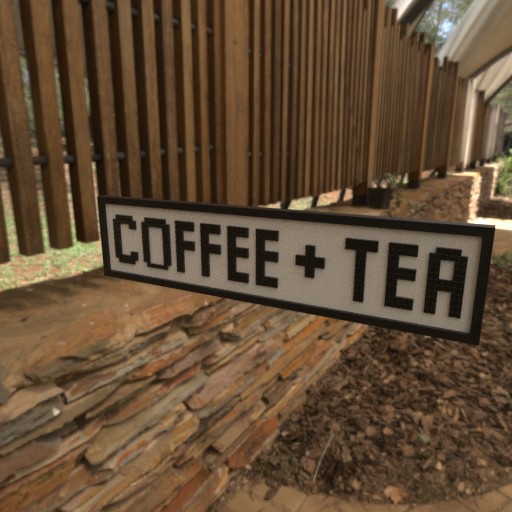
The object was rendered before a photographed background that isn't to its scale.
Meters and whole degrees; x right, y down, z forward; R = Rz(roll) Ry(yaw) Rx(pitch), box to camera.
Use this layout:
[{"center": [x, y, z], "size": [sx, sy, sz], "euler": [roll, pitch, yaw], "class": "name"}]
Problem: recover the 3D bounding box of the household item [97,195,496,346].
[{"center": [0.000, 0.000, 1.075], "size": [1.001, 0.236, 0.030], "euler": [8, 17, 27], "class": "household item"}]
